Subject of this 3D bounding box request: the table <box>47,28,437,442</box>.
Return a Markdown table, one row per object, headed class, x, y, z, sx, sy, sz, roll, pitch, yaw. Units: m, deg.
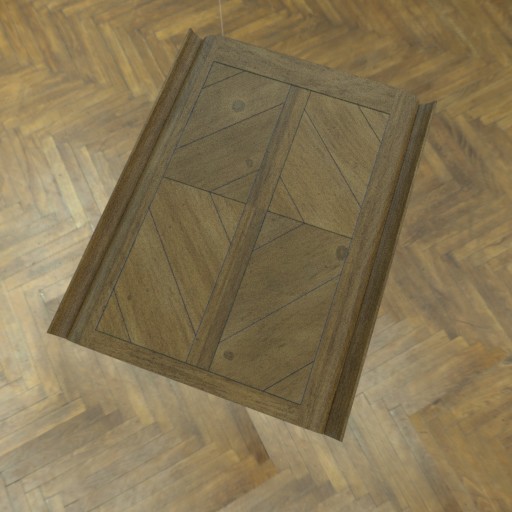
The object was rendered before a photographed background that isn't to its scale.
| class | x | y | z | sx | sy | sz | roll | pitch | yaw |
| --- | --- | --- | --- | --- | --- | --- | --- | --- | --- |
| table | 0.000 | 0.000 | 1.278 | 0.591 | 0.763 | 0.746 | 19 | 76 | 5 |
